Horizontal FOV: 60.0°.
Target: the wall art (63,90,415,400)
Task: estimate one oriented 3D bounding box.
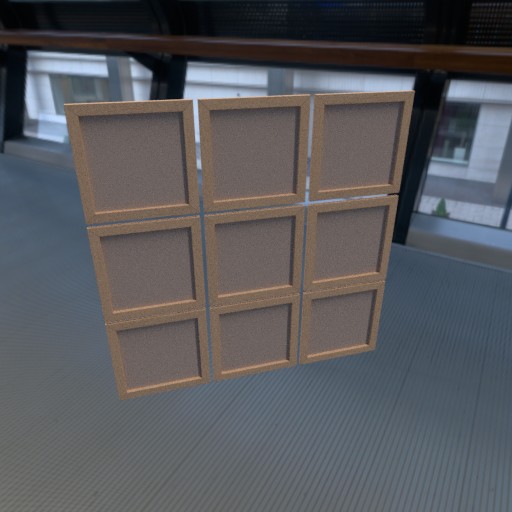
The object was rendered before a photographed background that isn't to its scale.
[{"bbox_3d":[0.000,0.000,1.335,0.917,0.910,0.012,-7,28,-14],"label":"wall art"}]
